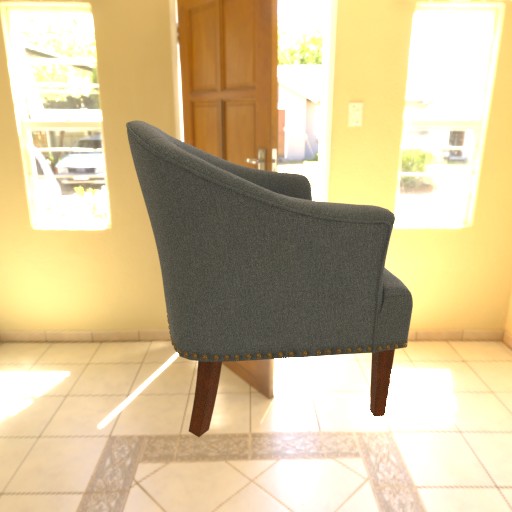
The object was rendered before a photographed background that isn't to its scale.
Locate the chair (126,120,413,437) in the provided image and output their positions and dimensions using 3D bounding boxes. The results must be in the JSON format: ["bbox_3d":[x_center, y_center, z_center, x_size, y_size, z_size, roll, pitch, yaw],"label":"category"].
[{"bbox_3d":[0.000,0.000,1.392,0.704,0.815,0.798,-3,17,-10],"label":"chair"}]
